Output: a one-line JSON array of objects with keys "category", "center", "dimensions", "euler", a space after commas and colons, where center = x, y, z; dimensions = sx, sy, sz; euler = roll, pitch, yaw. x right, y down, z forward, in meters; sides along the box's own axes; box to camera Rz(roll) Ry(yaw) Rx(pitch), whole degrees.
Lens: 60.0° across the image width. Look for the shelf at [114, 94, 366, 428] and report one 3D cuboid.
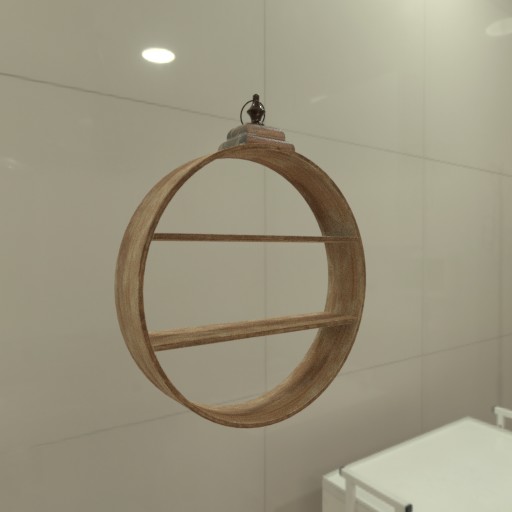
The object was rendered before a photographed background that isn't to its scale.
[{"category": "shelf", "center": [0.000, 0.000, 0.999], "dimensions": [0.601, 0.725, 0.125], "euler": [-1, 1, -36]}]
